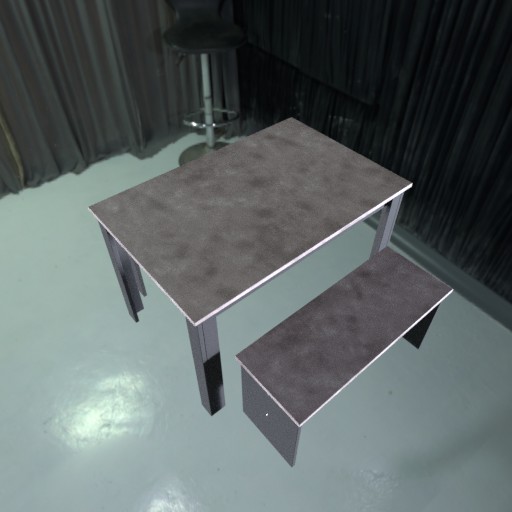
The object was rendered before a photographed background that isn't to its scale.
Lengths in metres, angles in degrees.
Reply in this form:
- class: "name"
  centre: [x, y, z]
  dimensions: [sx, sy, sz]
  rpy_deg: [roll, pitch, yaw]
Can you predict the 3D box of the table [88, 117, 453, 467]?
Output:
- class: "table"
  centre: [0.000, 0.000, 2.037]
  dimensions: [1.100, 0.700, 1.443]
  rpy_deg: [-31, 53, -27]
